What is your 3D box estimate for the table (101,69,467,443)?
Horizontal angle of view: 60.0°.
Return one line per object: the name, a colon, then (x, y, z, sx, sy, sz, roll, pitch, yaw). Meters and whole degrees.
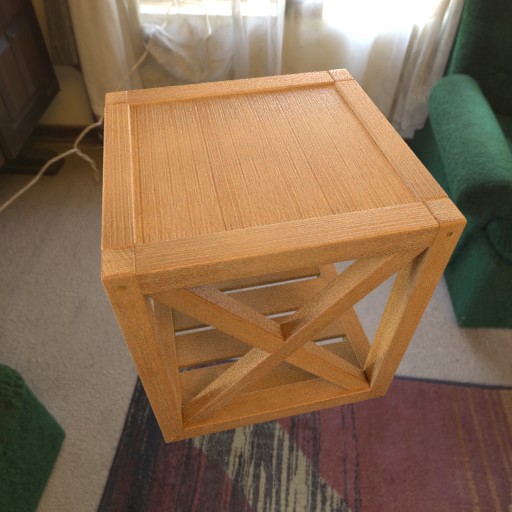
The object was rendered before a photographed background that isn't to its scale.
table: (0.000, 0.000, 1.054, 0.559, 0.610, 0.558, -9, 48, -8)
